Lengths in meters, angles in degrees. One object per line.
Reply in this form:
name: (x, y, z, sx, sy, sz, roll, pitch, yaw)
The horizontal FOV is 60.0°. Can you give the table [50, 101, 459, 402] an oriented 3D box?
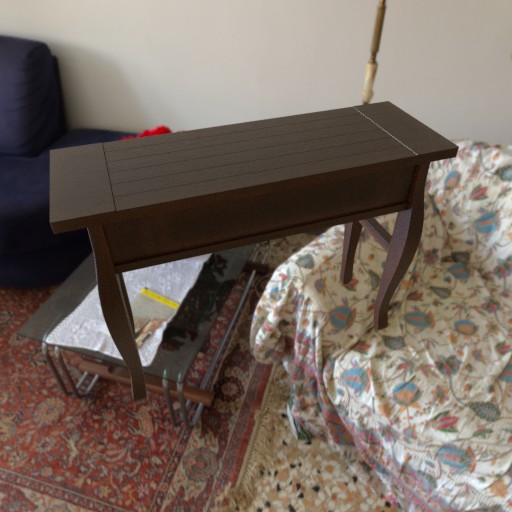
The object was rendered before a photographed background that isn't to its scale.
table: (0.000, 0.000, 1.459, 1.062, 0.768, 0.373, -13, 42, -15)
